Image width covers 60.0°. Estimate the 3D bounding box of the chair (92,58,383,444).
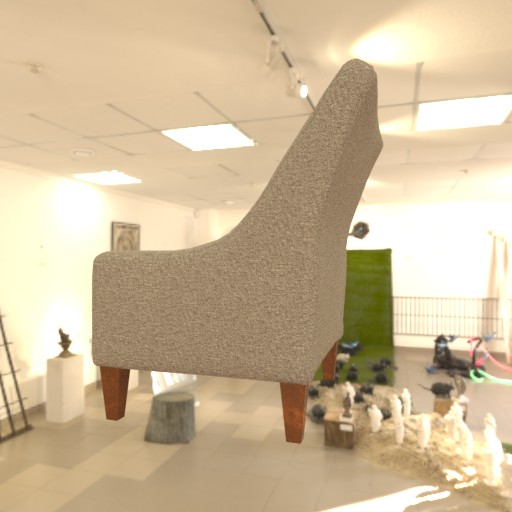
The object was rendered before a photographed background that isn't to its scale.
[{"bbox_3d":[0.000,0.000,1.597,0.870,1.016,0.774,0,-1,17],"label":"chair"}]
